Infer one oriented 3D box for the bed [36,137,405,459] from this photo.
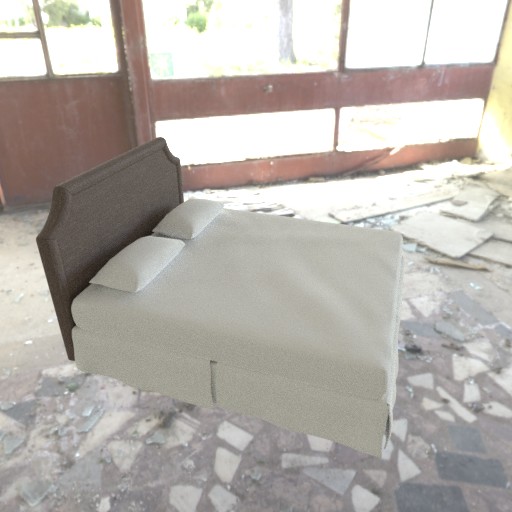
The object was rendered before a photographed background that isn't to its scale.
[{"bbox_3d":[0.000,0.000,4.078,2.773,1.590,2.350,9,31,16],"label":"bed"}]
